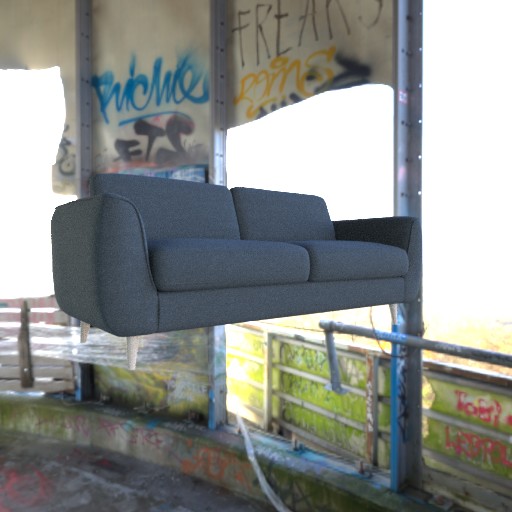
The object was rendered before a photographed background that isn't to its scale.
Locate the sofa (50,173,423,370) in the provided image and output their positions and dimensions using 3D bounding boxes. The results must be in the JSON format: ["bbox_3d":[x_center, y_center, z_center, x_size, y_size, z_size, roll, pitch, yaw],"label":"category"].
[{"bbox_3d":[0.000,0.000,2.463,2.000,0.850,0.920,-1,1,-37],"label":"sofa"}]
